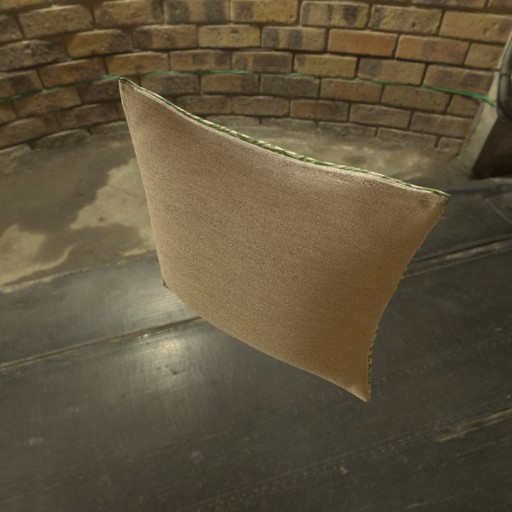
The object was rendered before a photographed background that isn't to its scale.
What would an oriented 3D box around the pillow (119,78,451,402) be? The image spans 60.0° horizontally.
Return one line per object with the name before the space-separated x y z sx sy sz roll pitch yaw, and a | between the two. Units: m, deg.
pillow | 0.000 0.000 0.644 0.440 0.419 0.162 26 52 23
